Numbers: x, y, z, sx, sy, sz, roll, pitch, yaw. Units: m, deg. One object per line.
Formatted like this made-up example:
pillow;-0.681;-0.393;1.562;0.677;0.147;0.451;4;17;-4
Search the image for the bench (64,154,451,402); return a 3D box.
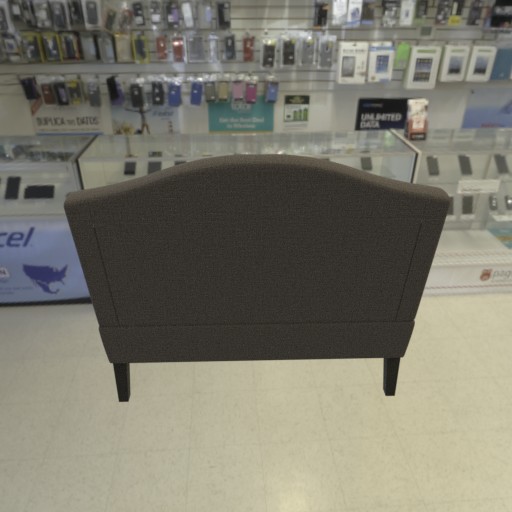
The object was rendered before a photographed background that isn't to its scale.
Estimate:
bench;0.000;0.000;2.056;1.335;1.180;0.815;-1;30;-1
